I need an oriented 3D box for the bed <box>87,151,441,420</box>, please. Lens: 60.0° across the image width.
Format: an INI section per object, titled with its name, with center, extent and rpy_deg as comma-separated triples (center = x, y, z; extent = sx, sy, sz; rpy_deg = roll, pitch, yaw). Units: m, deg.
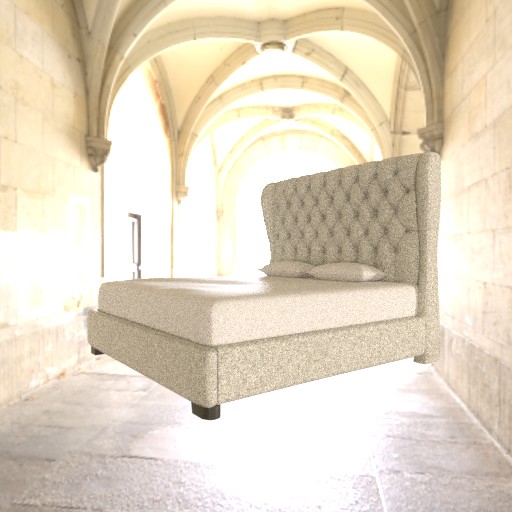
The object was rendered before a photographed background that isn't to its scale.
[bed]
center = 0.000, 0.000, 3.920
extent = 2.347, 1.771, 2.219
rpy_deg = 0, 1, -37
